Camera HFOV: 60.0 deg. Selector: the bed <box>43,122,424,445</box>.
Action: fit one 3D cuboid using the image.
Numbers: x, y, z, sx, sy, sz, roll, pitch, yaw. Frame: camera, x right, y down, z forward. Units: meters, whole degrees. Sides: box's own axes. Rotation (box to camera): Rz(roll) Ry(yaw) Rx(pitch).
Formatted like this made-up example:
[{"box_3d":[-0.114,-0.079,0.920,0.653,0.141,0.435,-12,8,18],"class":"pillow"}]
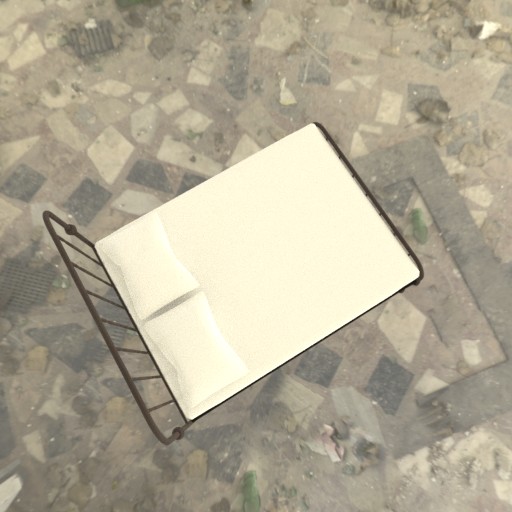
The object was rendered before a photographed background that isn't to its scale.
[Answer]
[{"box_3d":[0.000,0.000,3.265,2.134,1.446,1.616,-30,78,-7],"class":"bed"}]
